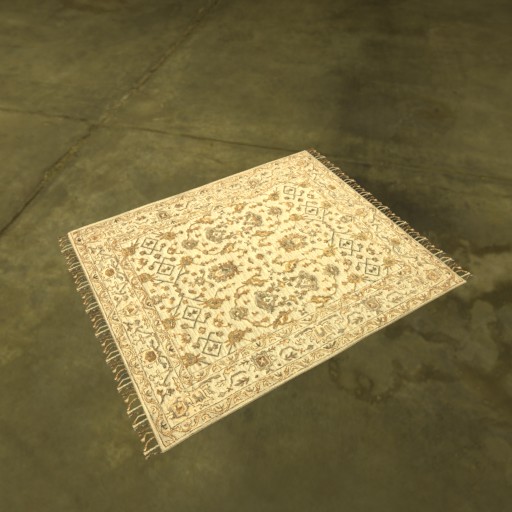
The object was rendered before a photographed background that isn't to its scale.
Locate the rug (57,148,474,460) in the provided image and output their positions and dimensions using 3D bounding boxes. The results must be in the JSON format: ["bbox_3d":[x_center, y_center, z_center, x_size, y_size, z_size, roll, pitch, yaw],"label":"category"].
[{"bbox_3d":[0.000,0.000,4.080,3.061,0.034,2.426,-23,50,-21],"label":"rug"}]
